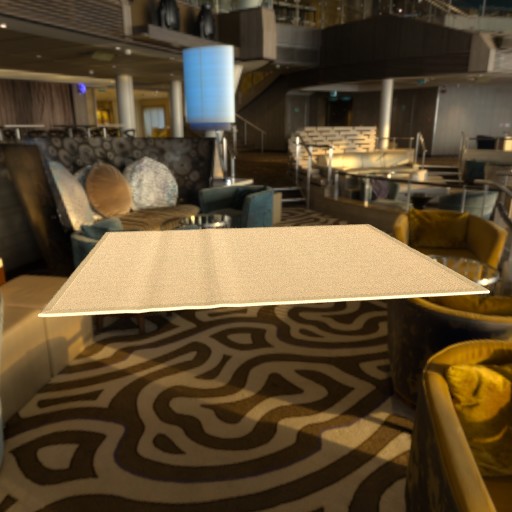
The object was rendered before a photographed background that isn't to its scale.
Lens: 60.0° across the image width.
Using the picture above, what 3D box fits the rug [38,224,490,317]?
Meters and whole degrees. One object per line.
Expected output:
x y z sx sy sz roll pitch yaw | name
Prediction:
0.000 0.000 4.829 3.659 0.037 2.734 -2 16 -8 | rug
